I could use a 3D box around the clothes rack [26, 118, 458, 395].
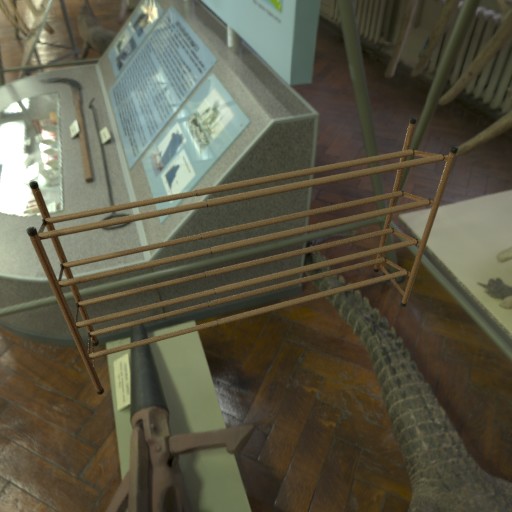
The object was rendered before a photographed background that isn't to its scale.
[{"bbox_3d":[0.000,0.000,1.433,1.168,0.672,0.229,-13,43,-14],"label":"clothes rack"}]
